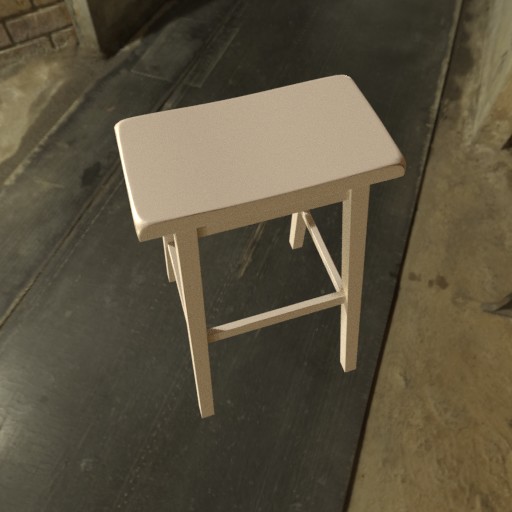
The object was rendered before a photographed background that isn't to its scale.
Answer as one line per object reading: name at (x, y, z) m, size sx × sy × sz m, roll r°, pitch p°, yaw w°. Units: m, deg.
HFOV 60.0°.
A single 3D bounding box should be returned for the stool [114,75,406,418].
stool at (0.000, 0.000, 1.054) m, size 0.457 × 0.737 × 0.476 m, roll -15°, pitch 60°, yaw -9°
